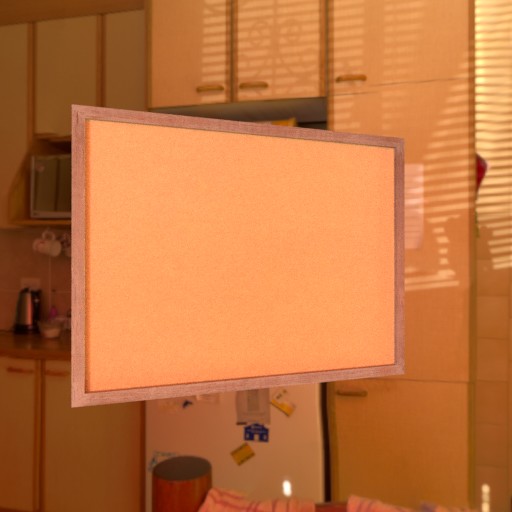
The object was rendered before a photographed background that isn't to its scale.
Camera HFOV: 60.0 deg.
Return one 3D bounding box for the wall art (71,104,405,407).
[{"bbox_3d":[0.000,0.000,1.721,1.320,1.009,0.070,0,0,-19],"label":"wall art"}]
